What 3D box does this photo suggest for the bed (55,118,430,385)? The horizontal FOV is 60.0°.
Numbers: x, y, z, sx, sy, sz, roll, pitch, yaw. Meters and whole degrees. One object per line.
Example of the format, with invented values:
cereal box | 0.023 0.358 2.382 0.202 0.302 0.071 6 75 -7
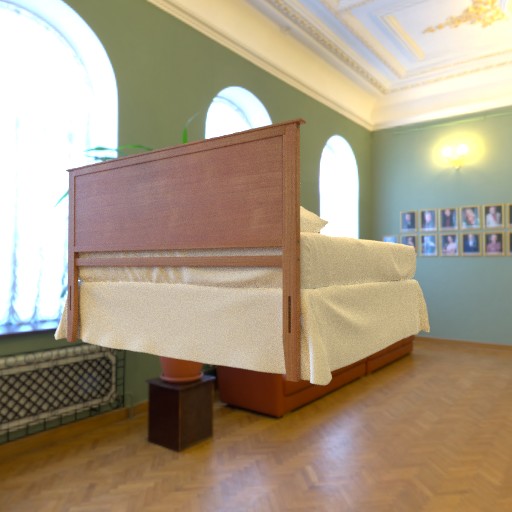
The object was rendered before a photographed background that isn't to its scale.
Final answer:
bed | 0.000 0.000 3.588 2.317 1.270 2.215 -1 -1 35
